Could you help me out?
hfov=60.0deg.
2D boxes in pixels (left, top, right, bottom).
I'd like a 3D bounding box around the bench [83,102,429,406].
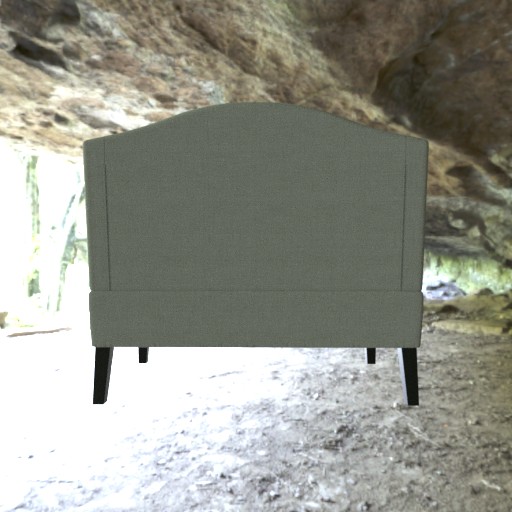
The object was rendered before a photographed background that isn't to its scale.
[{"bbox_3d":[0.000,0.000,2.073,1.335,1.180,0.815,0,0,1],"label":"bench"}]
